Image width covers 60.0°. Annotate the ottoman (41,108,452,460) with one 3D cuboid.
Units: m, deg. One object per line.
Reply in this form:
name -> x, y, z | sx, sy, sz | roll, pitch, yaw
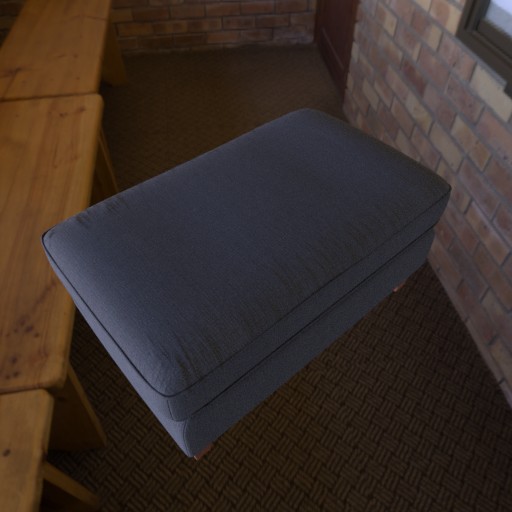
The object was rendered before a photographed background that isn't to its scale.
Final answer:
ottoman -> 0.000, 0.000, 1.185 | 0.885, 0.438, 0.570 | -33, 55, -26
